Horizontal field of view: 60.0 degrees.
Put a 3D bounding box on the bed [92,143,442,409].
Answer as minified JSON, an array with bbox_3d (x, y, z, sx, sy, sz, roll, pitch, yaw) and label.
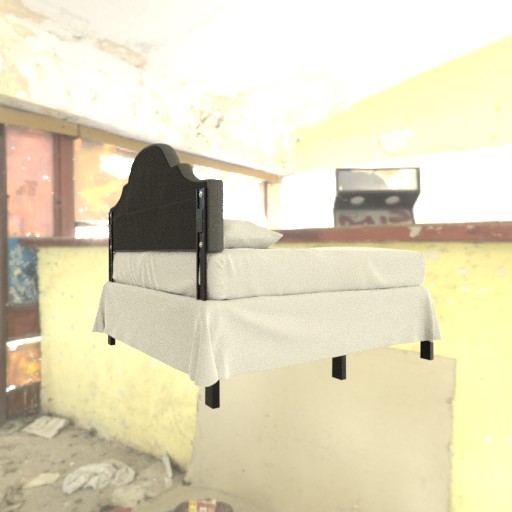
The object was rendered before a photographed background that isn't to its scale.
[{"bbox_3d":[0.000,0.000,3.793,2.222,1.631,2.303,0,1,-34],"label":"bed"}]
